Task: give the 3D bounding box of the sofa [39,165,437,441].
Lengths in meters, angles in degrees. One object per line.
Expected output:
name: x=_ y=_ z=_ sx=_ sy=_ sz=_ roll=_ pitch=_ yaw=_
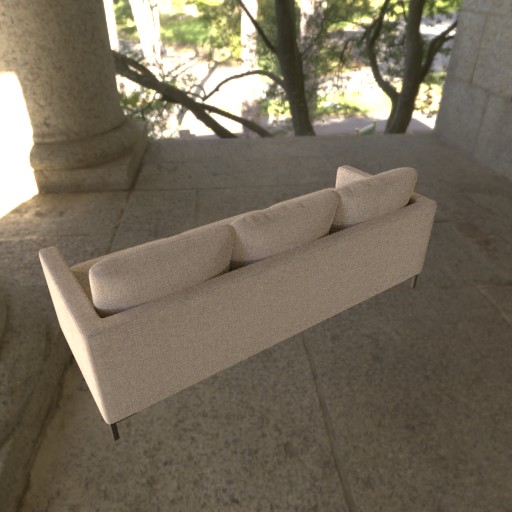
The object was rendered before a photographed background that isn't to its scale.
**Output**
sofa: x=0.000 y=0.000 z=2.674 sx=2.218 sy=0.874 sz=0.859 roll=-20 pitch=37 yaw=-29
